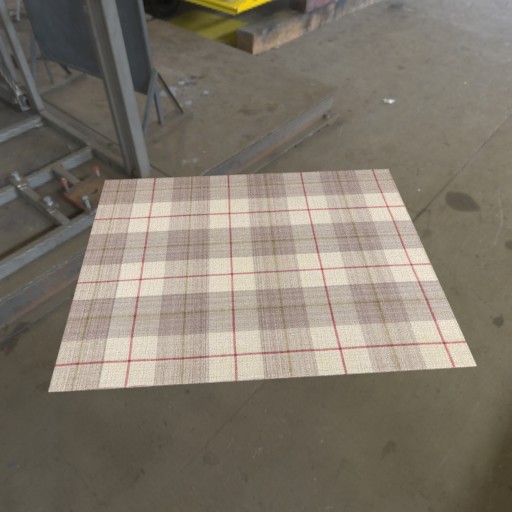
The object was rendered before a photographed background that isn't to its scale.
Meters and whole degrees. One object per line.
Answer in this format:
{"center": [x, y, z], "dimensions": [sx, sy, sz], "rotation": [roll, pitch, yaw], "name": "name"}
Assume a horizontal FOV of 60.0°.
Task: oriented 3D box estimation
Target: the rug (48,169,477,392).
{"center": [0.000, 0.000, 3.842], "dimensions": [2.959, 0.016, 2.317], "rotation": [-3, 47, -3], "name": "rug"}
